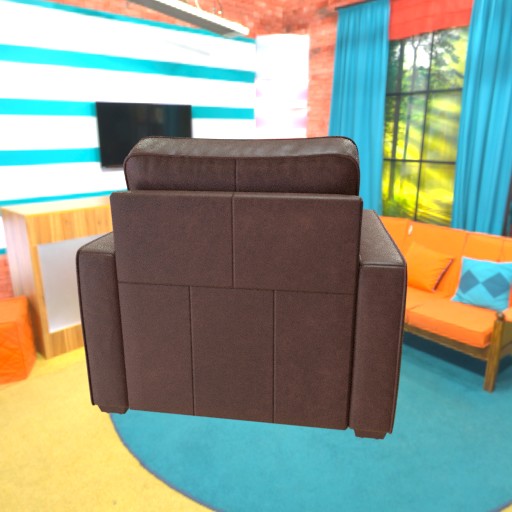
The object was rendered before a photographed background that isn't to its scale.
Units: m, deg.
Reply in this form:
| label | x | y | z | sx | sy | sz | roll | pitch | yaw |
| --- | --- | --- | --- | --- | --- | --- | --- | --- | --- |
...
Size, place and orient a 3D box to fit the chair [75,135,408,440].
| label | x | y | z | sx | sy | sz | roll | pitch | yaw |
| --- | --- | --- | --- | --- | --- | --- | --- | --- | --- |
| chair | 0.000 | 0.000 | 1.744 | 1.017 | 0.919 | 0.940 | 2 | 16 | 8 |
